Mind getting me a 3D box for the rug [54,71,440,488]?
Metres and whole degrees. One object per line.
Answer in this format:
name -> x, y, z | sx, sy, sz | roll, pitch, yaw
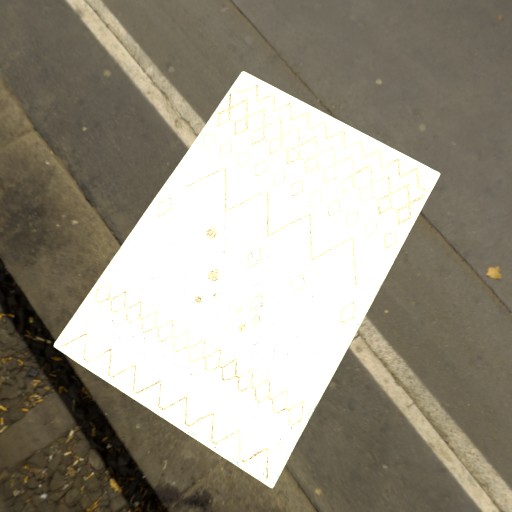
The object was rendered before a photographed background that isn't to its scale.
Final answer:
rug -> 0.000, 0.000, 2.304 | 1.260, 0.009, 1.820 | 30, 78, 7
